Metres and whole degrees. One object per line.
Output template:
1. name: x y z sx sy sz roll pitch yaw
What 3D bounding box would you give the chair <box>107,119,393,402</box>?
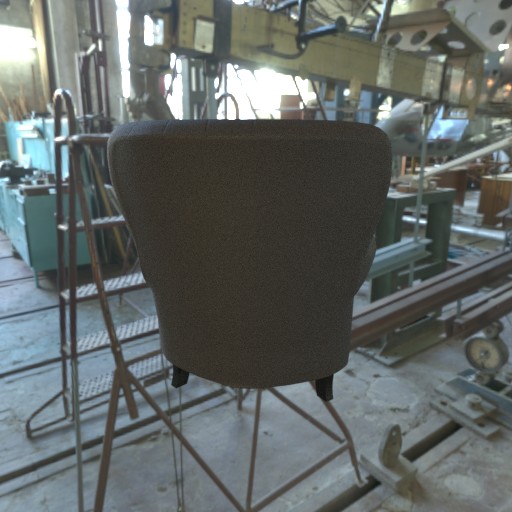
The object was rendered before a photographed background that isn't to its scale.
1. chair: 0.000 0.000 1.787 0.983 1.046 0.983 3 17 8
